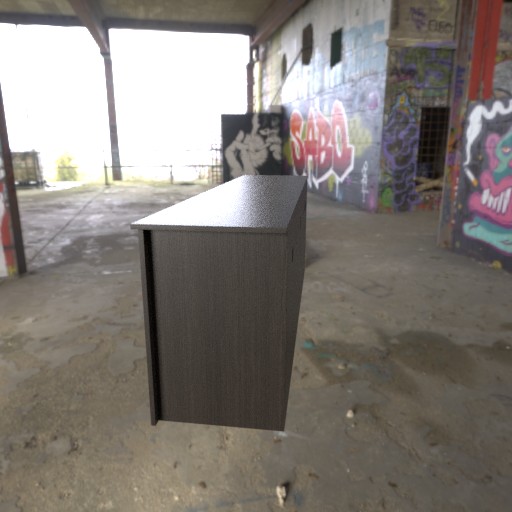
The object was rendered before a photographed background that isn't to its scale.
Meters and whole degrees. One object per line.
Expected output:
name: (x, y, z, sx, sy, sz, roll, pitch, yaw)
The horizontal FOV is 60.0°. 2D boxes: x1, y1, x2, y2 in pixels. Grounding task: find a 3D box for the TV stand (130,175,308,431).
TV stand: (0.000, 0.000, 2.051, 0.406, 0.610, 1.778, 2, 15, 8)
